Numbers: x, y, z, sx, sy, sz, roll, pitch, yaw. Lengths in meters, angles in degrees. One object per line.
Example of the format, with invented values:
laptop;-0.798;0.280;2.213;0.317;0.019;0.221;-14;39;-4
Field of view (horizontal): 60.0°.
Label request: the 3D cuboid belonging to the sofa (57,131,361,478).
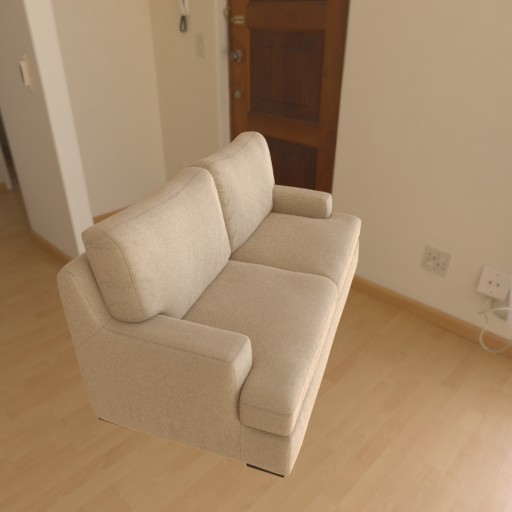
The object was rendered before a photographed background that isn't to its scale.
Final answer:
sofa;0.000;0.000;2.433;0.962;0.967;1.885;10;30;17
